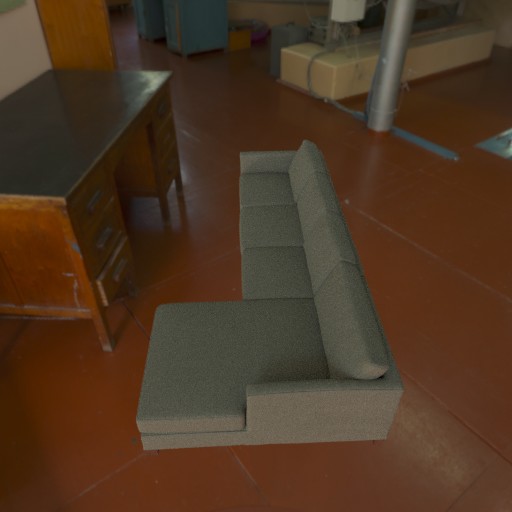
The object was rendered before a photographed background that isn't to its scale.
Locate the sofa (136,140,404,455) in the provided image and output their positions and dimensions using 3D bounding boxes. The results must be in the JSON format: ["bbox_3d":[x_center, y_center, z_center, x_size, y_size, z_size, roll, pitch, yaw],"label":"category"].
[{"bbox_3d":[0.000,0.000,3.939,1.625,0.861,3.186,-2,39,-2],"label":"sofa"}]
